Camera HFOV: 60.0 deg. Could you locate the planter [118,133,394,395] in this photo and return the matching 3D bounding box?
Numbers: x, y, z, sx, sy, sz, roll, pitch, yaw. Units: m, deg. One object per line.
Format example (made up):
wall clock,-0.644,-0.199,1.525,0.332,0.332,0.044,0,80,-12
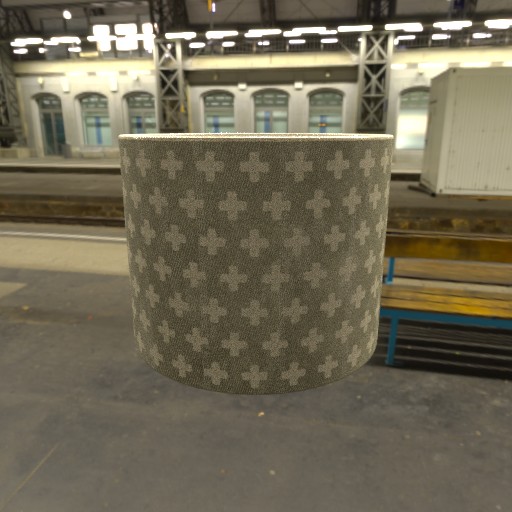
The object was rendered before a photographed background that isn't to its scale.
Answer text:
planter,0.000,0.000,0.452,0.250,0.239,0.250,0,16,0
